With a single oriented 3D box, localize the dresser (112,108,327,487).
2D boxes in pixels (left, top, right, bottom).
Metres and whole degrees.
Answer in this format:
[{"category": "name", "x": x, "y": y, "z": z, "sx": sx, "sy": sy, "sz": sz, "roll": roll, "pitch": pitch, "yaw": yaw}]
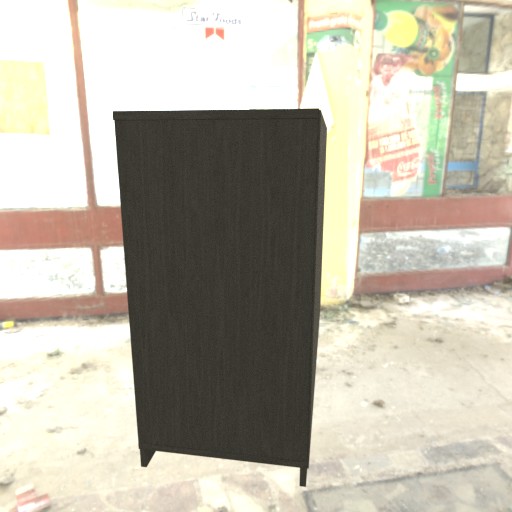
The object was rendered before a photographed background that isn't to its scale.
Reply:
[{"category": "dresser", "x": 0.000, "y": 0.000, "z": 1.408, "sx": 0.404, "sy": 0.816, "sz": 0.994, "roll": 2, "pitch": 14, "yaw": 9}]
